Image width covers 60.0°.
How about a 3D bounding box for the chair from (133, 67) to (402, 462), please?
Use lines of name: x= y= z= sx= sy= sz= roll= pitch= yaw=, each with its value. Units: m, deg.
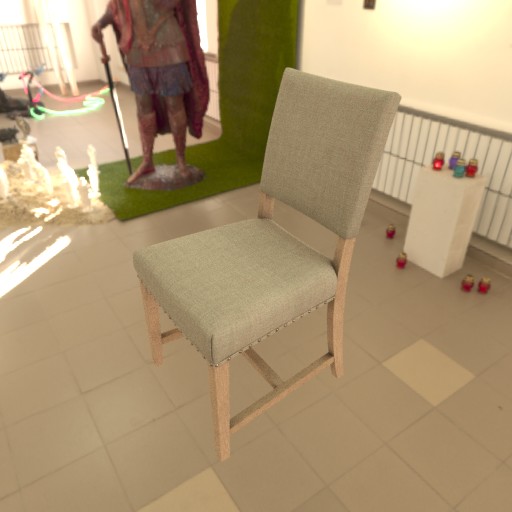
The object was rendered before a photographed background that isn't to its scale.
chair: x=0.000 y=0.000 z=1.379 sx=0.622 sy=0.986 sz=0.508 roll=-20 pitch=38 yaw=-29
